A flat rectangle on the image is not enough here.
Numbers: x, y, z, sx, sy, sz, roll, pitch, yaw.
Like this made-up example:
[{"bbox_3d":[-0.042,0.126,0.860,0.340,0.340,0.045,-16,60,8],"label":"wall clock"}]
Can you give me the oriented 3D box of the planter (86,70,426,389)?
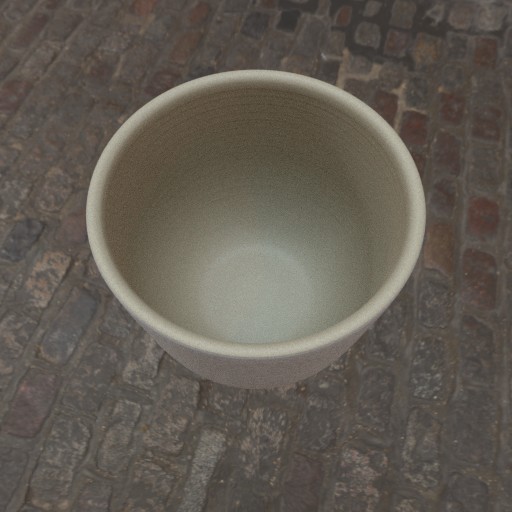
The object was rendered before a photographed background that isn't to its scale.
[{"bbox_3d":[0.000,0.000,0.358,0.208,0.190,0.208,0,64,0],"label":"planter"}]
